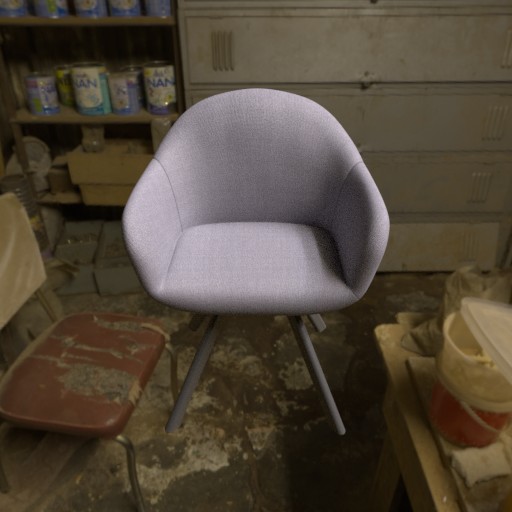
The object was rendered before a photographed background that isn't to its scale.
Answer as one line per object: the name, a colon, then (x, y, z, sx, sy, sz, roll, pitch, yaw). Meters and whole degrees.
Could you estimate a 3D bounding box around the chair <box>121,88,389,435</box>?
chair: (0.000, 0.000, 1.229, 0.590, 0.795, 0.550, 0, 31, 1)
